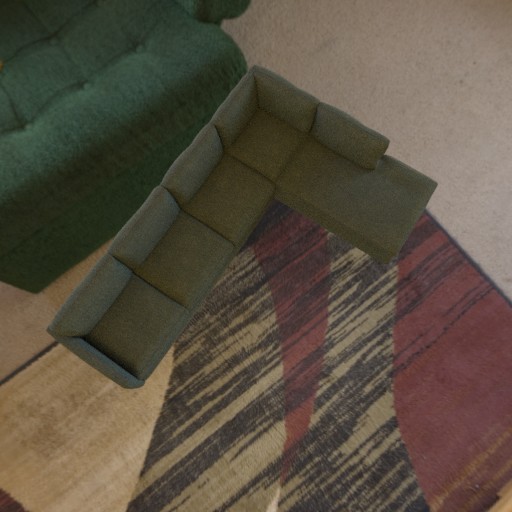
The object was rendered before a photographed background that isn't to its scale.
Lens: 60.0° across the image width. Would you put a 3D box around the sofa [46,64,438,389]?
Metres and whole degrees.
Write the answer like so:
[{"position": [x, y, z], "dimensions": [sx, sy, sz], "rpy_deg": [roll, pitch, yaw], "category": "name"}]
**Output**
[{"position": [0.000, 0.000, 3.776], "dimensions": [2.007, 0.815, 2.949], "rpy_deg": [33, 77, 8], "category": "sofa"}]
